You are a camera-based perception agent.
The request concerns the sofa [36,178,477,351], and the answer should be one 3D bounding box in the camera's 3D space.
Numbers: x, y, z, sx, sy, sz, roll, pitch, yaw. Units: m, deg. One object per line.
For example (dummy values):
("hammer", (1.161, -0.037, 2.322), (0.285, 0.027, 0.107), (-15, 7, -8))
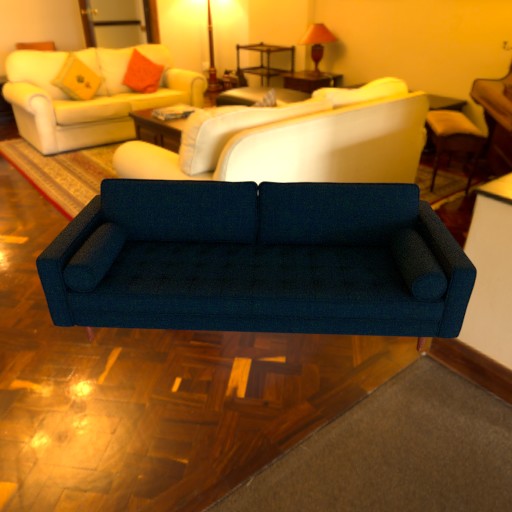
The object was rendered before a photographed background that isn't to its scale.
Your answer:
("sofa", (0.000, 0.000, 2.657), (2.210, 0.762, 0.914), (1, 30, 2))
